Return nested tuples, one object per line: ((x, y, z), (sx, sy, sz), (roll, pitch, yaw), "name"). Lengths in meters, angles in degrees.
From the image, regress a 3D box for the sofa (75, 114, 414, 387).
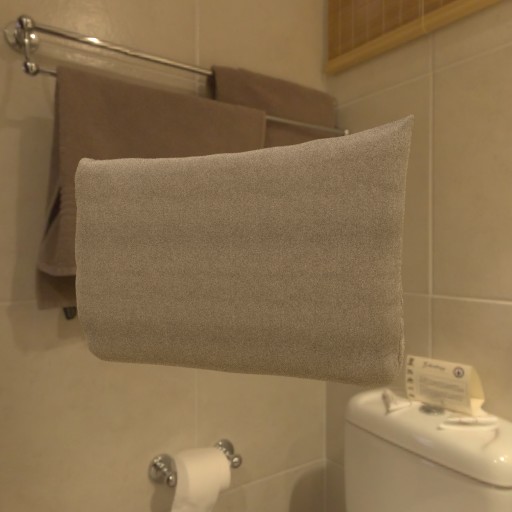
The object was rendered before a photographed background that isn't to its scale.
((0.000, 0.000, 1.724), (1.144, 0.795, 0.847), (0, 1, 19), "sofa")
